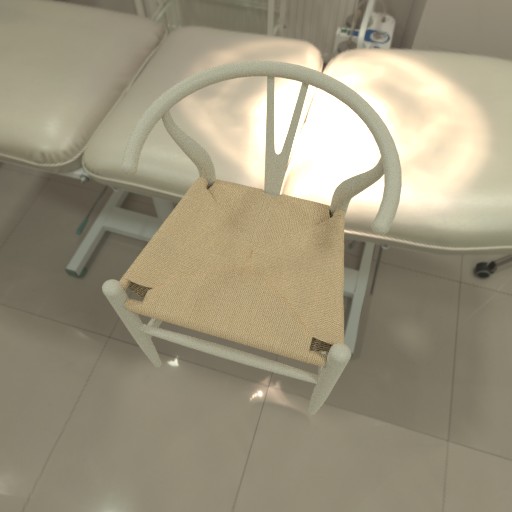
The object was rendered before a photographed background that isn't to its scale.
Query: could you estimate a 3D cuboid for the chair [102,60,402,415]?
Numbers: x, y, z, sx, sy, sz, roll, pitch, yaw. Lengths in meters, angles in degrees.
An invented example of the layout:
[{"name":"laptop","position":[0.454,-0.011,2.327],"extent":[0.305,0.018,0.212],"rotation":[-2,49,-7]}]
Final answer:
[{"name":"chair","position":[0.000,0.000,1.087],"extent":[0.533,0.736,0.500],"rotation":[15,60,9]}]
